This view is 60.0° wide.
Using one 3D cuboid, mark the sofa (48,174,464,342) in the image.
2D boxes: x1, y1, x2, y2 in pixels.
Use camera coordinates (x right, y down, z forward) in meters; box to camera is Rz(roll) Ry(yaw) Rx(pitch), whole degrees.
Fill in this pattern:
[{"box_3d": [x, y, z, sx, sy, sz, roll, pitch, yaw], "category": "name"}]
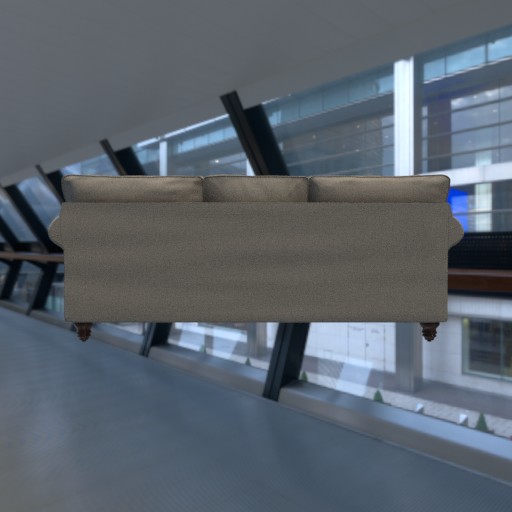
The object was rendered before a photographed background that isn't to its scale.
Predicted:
[{"box_3d": [0.000, 0.000, 2.715, 2.118, 0.889, 0.998, 0, 0, 0], "category": "sofa"}]
